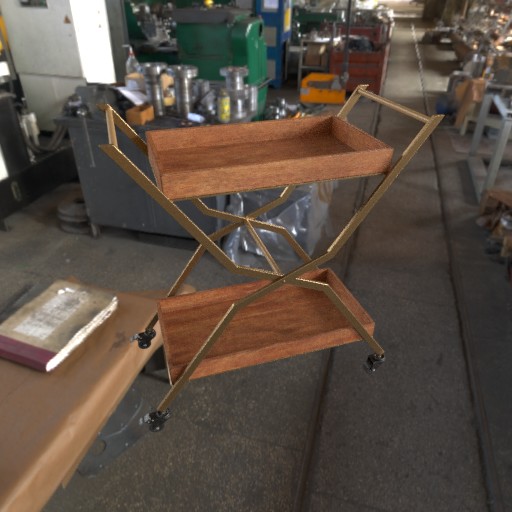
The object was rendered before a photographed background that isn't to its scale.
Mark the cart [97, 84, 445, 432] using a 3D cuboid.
[{"bbox_3d":[0.000,0.000,1.343,0.836,0.869,0.405,-10,34,-15],"label":"cart"}]
